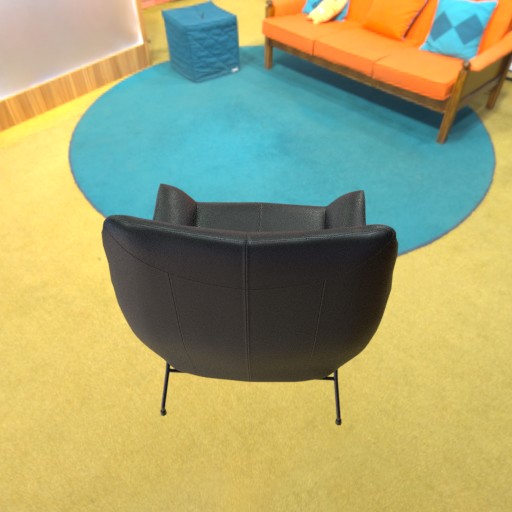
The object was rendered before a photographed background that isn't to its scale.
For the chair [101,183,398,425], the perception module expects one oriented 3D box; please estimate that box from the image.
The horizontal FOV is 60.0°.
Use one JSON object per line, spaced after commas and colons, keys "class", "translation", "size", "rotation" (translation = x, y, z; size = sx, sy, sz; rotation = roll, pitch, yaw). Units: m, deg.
{"class": "chair", "translation": [0.000, 0.000, 1.552], "size": [0.836, 0.922, 0.826], "rotation": [2, 46, 2]}
